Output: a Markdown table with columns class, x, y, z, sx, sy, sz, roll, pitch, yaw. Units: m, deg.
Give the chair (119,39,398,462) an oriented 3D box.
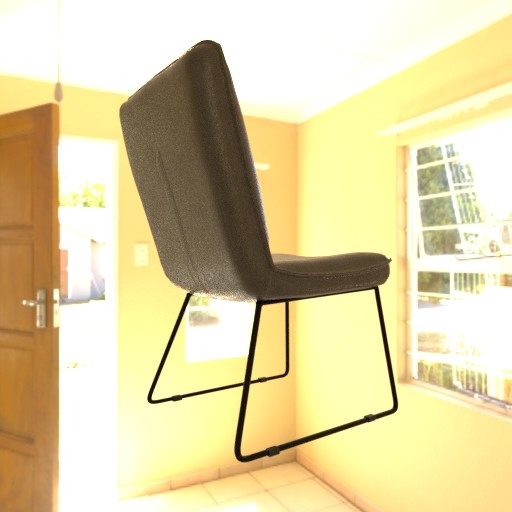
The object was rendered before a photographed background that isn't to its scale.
| class | x | y | z | sx | sy | sz | roll | pitch | yaw |
| --- | --- | --- | --- | --- | --- | --- | --- | --- | --- |
| chair | 0.000 | 0.000 | 1.318 | 0.688 | 0.932 | 0.515 | 0 | 0 | -37 |
